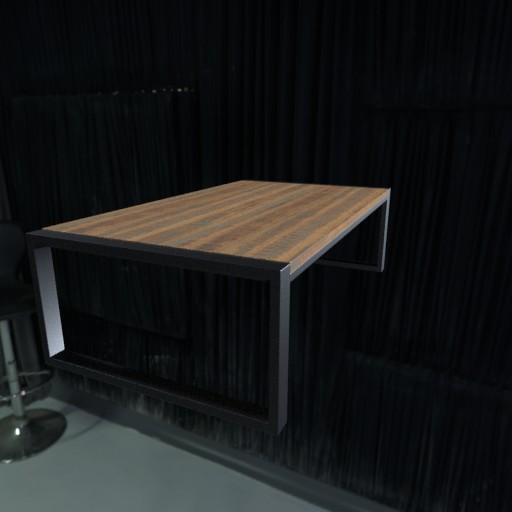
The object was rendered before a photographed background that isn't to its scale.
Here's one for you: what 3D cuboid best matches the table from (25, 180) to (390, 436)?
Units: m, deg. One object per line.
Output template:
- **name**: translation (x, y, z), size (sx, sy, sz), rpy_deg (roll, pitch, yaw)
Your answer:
- **table**: translation (0.000, 0.000, 1.693), size (0.750, 0.400, 1.350), rpy_deg (8, 18, 24)
